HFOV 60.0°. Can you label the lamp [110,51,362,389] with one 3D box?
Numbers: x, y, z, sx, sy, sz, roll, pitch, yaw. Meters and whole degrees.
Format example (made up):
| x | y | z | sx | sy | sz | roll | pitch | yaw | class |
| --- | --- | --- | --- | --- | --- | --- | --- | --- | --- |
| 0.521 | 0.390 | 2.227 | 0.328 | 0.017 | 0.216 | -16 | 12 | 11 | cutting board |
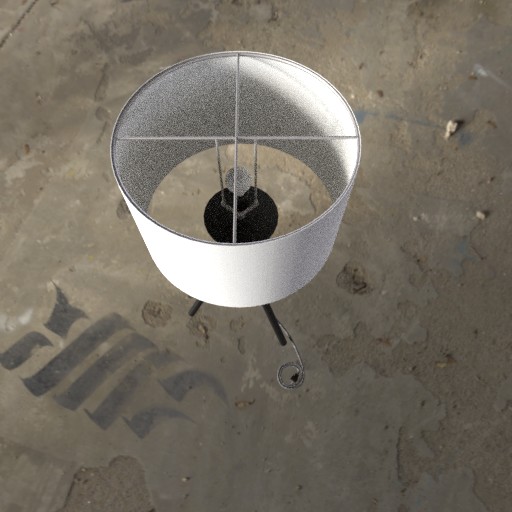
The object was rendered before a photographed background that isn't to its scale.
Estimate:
| x | y | z | sx | sy | sz | roll | pitch | yaw | class |
| --- | --- | --- | --- | --- | --- | --- | --- | --- | --- |
| 0.000 | 0.000 | 0.919 | 0.422 | 0.674 | 0.353 | 33 | 68 | 15 | lamp |
